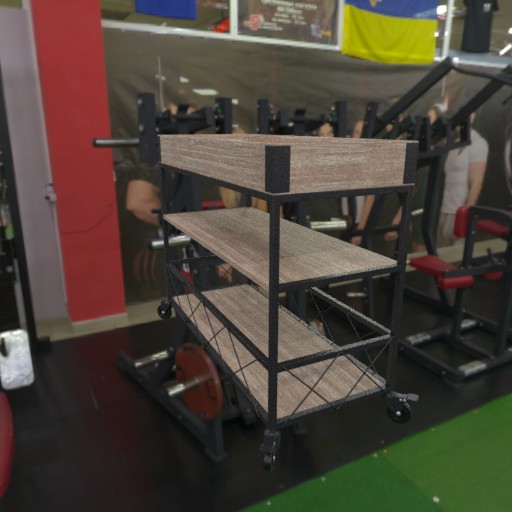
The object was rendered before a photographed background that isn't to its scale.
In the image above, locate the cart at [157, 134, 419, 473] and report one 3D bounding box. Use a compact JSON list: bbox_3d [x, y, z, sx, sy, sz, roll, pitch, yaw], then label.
[{"bbox_3d":[0.000,0.000,1.521,0.500,0.787,1.101,-8,18,-25],"label":"cart"}]
